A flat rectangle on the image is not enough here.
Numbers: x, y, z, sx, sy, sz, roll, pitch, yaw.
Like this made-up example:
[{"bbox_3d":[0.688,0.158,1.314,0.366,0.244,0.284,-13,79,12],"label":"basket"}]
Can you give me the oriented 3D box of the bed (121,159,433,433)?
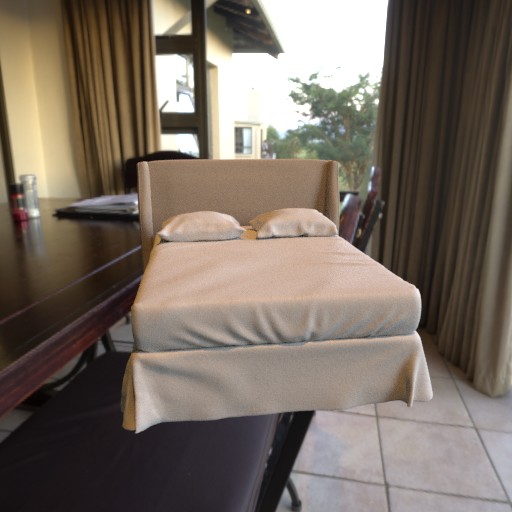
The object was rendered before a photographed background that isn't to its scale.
[{"bbox_3d":[0.000,0.000,3.380,1.925,1.332,2.276,-2,15,-8],"label":"bed"}]
